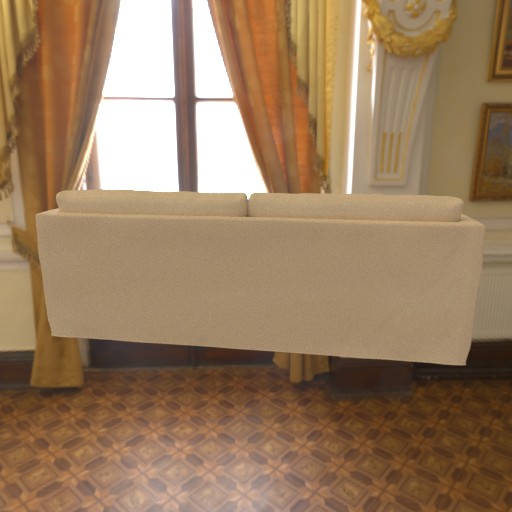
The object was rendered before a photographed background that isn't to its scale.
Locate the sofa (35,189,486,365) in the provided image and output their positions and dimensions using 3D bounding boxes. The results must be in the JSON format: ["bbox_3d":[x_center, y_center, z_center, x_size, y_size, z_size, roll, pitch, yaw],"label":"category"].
[{"bbox_3d":[0.000,0.000,3.213,2.779,0.999,1.036,2,14,9],"label":"sofa"}]
